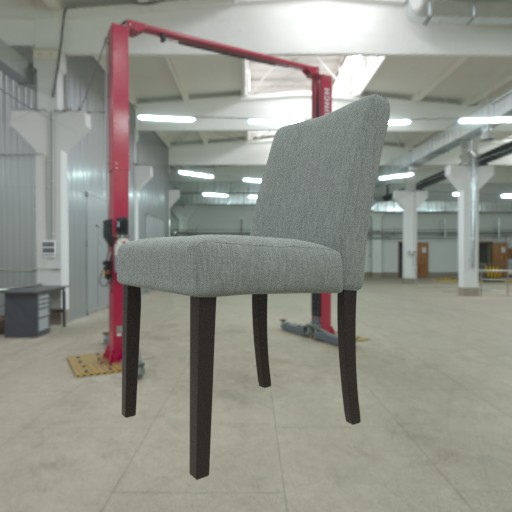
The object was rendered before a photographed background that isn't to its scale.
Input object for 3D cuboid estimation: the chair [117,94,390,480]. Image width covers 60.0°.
[{"bbox_3d":[0.000,0.000,1.224,0.629,0.884,0.487,0,1,-36],"label":"chair"}]
